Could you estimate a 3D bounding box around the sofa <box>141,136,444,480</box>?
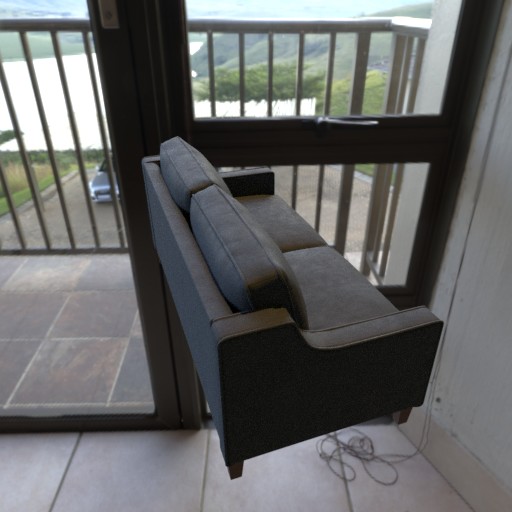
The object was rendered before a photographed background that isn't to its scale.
[{"bbox_3d":[0.000,0.000,2.785,1.066,1.071,2.178,-10,32,-17],"label":"sofa"}]
